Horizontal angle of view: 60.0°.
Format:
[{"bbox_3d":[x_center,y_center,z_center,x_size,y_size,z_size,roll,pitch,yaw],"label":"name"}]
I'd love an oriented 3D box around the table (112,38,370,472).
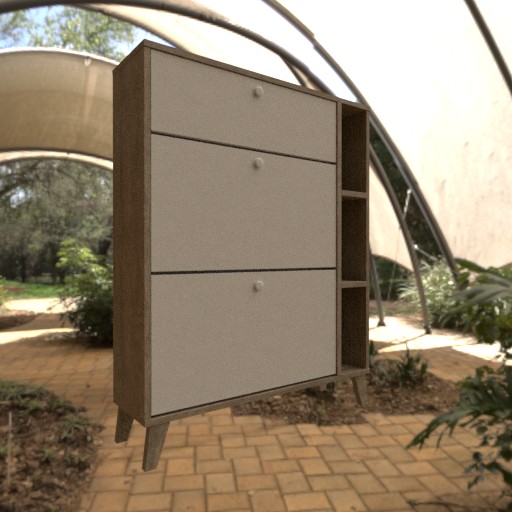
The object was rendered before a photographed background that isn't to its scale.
[{"bbox_3d":[0.000,0.000,1.522,0.902,1.135,0.256,0,0,-36],"label":"table"}]
